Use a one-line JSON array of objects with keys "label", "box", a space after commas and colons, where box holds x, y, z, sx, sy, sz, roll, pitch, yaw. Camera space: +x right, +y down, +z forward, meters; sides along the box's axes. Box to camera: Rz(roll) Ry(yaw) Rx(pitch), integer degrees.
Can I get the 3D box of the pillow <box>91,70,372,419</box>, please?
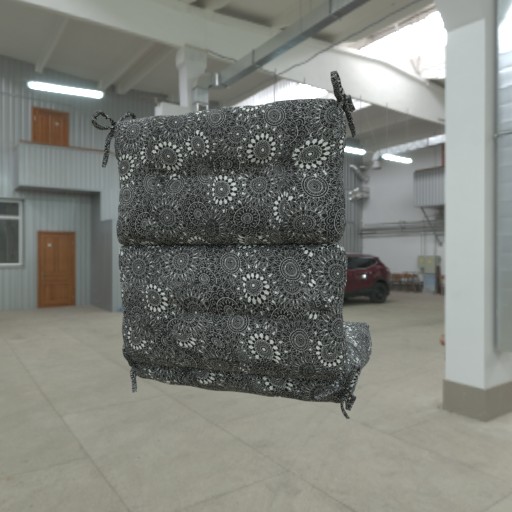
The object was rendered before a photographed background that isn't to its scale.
[{"label": "pillow", "box": [0.000, 0.000, 1.044, 0.519, 0.605, 0.571, 0, 0, 19]}]
